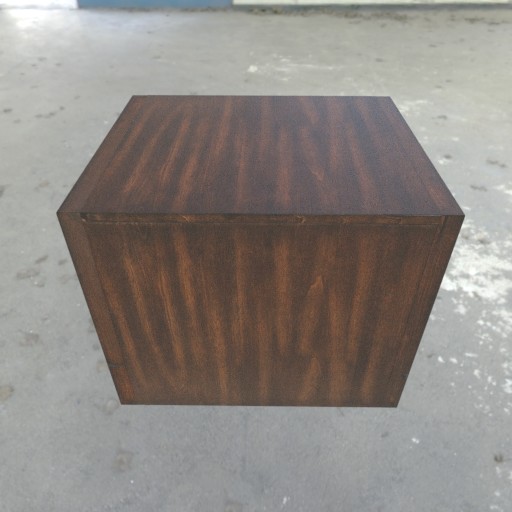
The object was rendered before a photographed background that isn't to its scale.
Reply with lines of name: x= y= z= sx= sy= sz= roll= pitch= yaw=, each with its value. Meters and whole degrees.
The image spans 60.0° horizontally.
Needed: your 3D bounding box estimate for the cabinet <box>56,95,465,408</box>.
cabinet: x=0.000 y=0.000 z=0.825 sx=0.500 sy=0.455 sz=0.402 roll=0 pitch=39 yaw=1
